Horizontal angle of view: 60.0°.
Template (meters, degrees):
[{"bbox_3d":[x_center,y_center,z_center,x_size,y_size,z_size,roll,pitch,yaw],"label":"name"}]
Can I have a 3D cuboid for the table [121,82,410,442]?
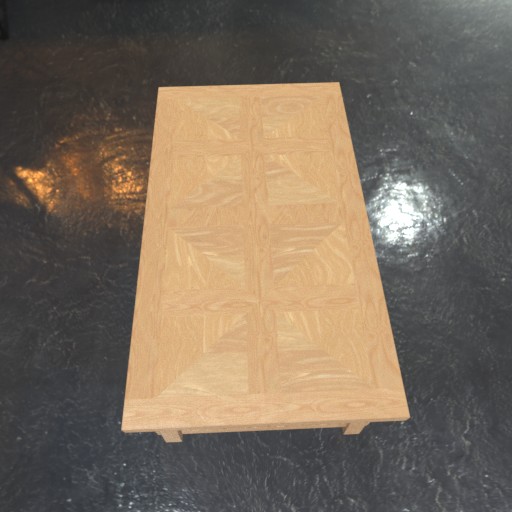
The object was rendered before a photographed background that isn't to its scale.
[{"bbox_3d":[0.000,0.000,1.634,0.711,0.507,1.270,-2,59,-1],"label":"table"}]
